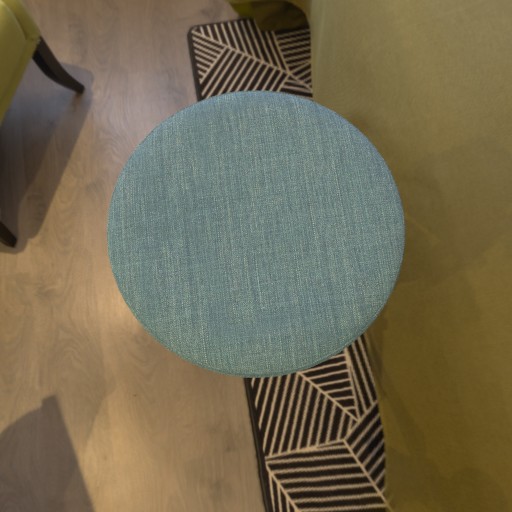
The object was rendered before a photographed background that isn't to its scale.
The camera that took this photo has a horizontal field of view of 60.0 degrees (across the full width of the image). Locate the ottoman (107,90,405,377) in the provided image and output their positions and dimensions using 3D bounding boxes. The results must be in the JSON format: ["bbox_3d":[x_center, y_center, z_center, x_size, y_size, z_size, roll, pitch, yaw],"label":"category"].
[{"bbox_3d":[0.000,0.000,0.760,0.398,0.406,0.398,0,76,0],"label":"ottoman"}]
